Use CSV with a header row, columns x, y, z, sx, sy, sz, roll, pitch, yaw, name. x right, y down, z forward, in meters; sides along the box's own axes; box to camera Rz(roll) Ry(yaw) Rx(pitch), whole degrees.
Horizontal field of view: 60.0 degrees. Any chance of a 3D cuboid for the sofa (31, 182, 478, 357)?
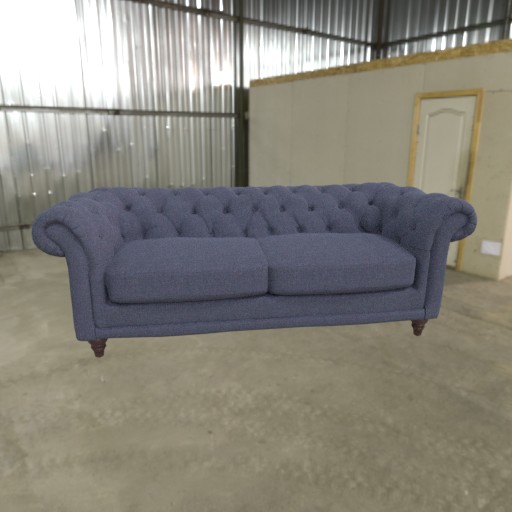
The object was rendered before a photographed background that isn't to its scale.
x,y,z,sx,sy,sz,roll,pitch,yaw,name
0.000,0.000,2.810,2.335,0.836,1.046,-2,16,-8,sofa
